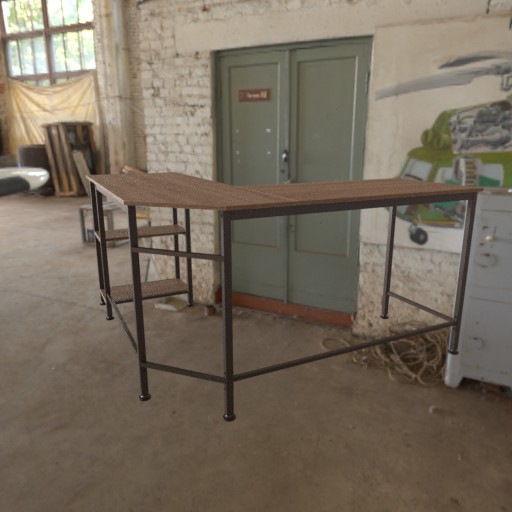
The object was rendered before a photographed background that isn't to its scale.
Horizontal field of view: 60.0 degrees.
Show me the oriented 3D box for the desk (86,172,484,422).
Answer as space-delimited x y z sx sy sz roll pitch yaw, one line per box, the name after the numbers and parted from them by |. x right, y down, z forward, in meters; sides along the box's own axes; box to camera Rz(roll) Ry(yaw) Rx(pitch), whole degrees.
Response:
0.000 0.000 2.195 1.379 0.739 1.379 -7 17 -25 | desk
